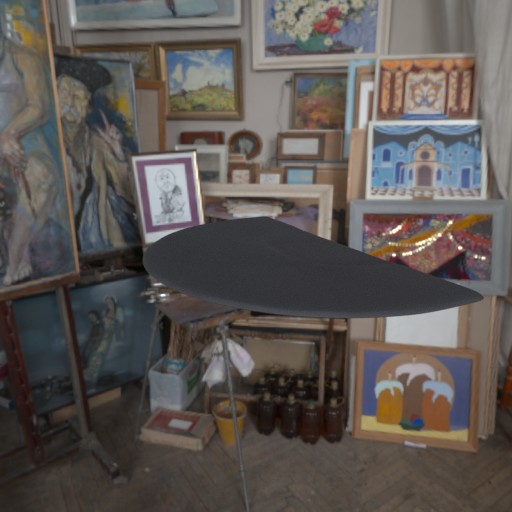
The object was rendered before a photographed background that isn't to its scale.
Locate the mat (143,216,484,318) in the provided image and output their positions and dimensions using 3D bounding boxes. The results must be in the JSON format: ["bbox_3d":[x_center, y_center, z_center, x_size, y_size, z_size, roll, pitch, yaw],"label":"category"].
[{"bbox_3d":[0.000,0.000,1.877,0.917,0.022,1.525,-8,18,-26],"label":"mat"}]
